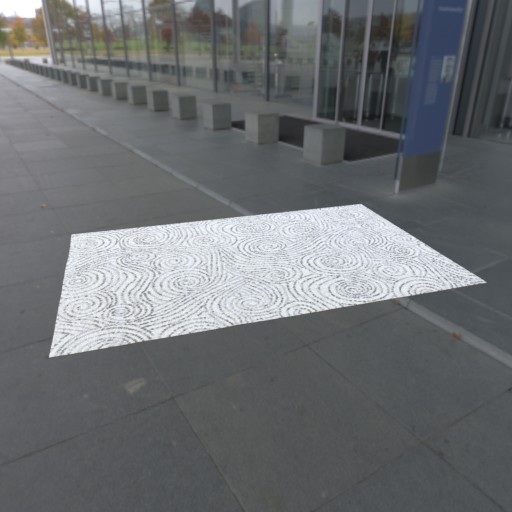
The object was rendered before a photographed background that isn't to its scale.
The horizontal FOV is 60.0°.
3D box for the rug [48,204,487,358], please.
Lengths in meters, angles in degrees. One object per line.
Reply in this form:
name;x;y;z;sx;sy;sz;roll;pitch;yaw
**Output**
rug;0.000;0.000;2.994;2.439;0.005;1.524;-7;26;-15
